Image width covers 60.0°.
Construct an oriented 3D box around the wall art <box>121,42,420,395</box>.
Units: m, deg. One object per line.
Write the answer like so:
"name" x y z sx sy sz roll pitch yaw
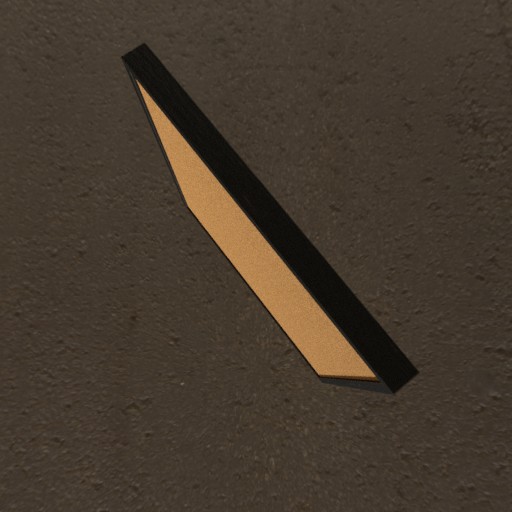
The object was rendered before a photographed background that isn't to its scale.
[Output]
"wall art" 0.000 0.000 0.746 0.036 0.506 0.506 -37 78 -9
